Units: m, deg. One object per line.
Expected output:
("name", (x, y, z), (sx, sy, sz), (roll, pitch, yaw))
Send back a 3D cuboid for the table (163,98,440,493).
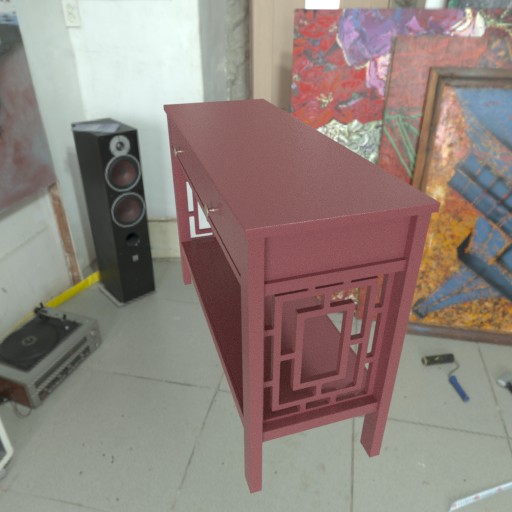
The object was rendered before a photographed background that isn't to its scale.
("table", (0.000, 0.000, 1.415), (0.397, 0.753, 1.068), (-9, 31, -15))
